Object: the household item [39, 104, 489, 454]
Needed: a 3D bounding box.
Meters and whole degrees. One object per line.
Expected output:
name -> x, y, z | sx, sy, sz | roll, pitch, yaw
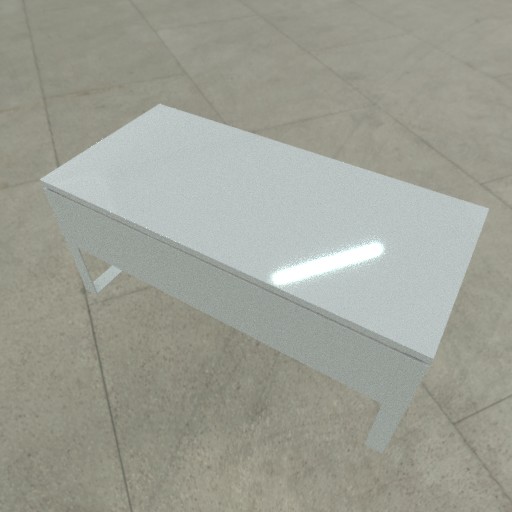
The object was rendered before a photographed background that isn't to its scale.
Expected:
household item -> 0.000, 0.000, 2.110 | 1.700, 0.745, 0.800 | 23, 50, 21
